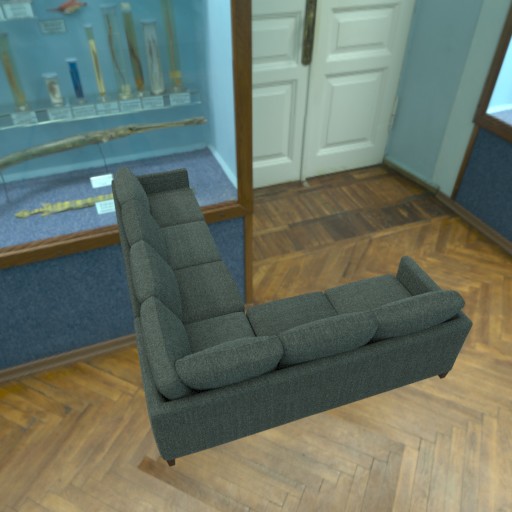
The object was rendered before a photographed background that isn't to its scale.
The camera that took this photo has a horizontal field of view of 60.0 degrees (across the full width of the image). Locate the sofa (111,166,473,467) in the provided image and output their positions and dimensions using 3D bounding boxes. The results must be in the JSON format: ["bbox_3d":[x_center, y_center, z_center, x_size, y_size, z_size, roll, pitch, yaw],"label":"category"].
[{"bbox_3d":[0.000,0.000,4.532,2.593,0.947,3.302,-12,41,-14],"label":"sofa"}]
